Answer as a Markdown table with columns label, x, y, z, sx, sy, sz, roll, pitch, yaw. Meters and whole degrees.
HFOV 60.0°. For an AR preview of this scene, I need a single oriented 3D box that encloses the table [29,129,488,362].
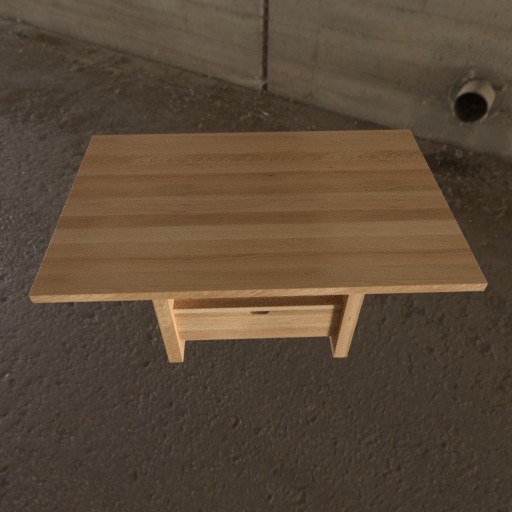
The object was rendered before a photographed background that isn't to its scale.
| label | x | y | z | sx | sy | sz | roll | pitch | yaw |
| --- | --- | --- | --- | --- | --- | --- | --- | --- | --- |
| table | 0.000 | 0.000 | 1.485 | 1.100 | 0.510 | 0.700 | -1 | 47 | -1 |
